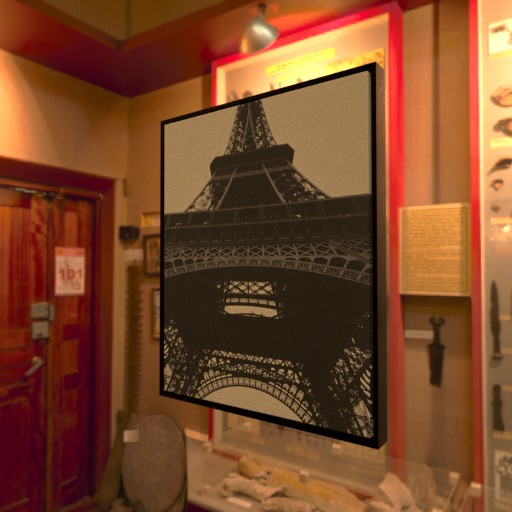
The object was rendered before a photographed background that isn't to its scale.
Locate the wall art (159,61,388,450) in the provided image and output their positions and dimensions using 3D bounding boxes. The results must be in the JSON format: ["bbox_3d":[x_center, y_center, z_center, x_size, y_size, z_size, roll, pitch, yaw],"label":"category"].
[{"bbox_3d":[0.000,0.000,0.777,0.451,0.553,0.039,-1,-2,36],"label":"wall art"}]
